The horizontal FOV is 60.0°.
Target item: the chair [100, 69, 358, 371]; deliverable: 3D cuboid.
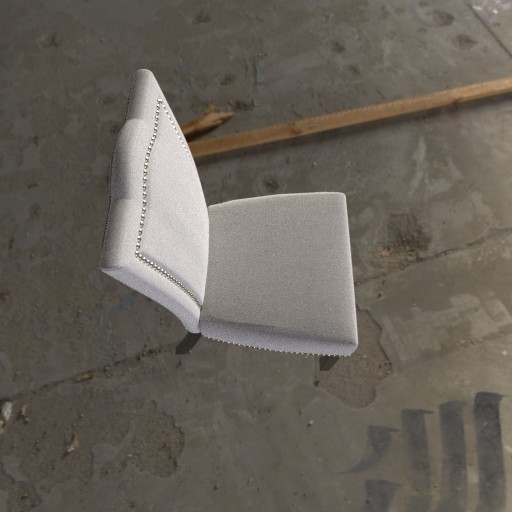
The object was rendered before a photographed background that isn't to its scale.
[{"bbox_3d":[0.000,0.000,1.291,0.589,0.946,0.518,1,65,0],"label":"chair"}]
